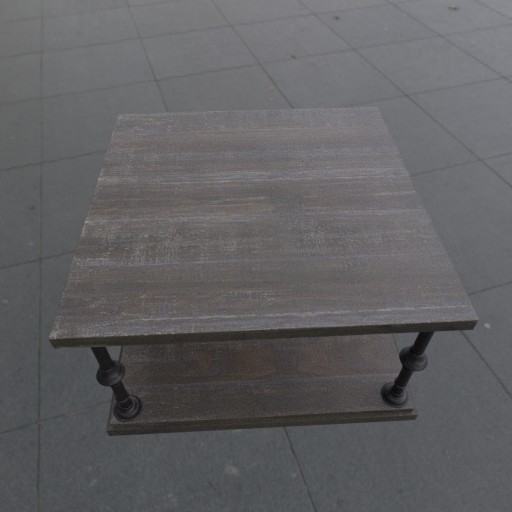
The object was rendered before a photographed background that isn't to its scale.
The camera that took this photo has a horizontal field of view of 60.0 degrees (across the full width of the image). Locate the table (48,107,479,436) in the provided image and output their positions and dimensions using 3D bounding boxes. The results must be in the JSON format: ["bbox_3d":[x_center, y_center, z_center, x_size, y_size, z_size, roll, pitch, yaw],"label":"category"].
[{"bbox_3d":[0.000,0.000,1.097,0.696,0.400,0.696,-2,47,-2],"label":"table"}]
